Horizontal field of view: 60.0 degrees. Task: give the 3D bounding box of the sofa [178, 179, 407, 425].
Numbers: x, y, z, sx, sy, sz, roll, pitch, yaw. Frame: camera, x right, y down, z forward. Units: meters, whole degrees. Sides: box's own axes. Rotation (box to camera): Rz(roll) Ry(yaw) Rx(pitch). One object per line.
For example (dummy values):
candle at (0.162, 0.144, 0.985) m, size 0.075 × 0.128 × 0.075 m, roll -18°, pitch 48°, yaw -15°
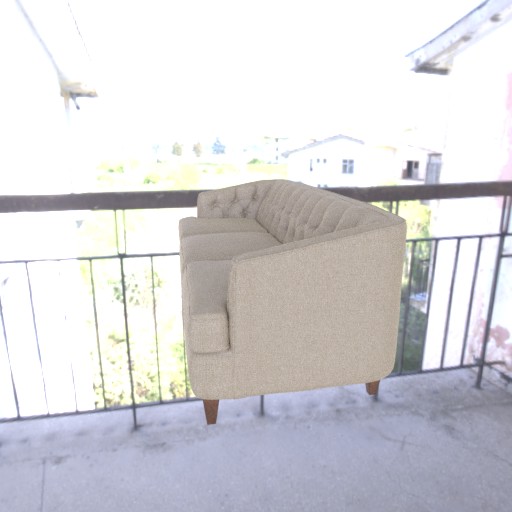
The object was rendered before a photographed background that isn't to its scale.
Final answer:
sofa at (0.000, 0.000, 2.710) m, size 0.913 × 0.788 × 2.235 m, roll -3°, pitch 15°, yaw -10°
